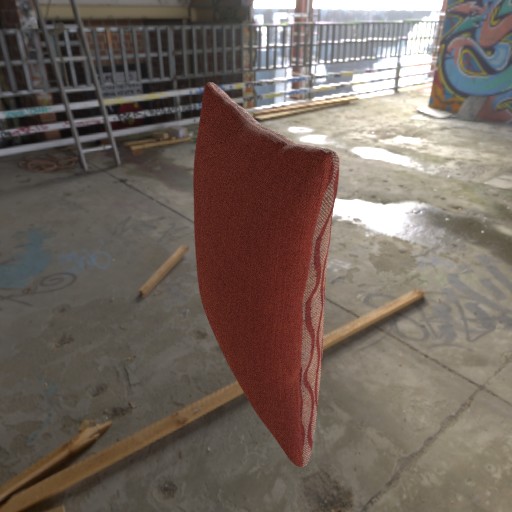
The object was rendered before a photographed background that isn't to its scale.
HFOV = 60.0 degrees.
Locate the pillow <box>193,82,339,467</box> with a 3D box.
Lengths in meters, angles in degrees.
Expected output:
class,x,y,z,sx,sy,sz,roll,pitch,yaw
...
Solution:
class,x,y,z,sx,sy,sz,roll,pitch,yaw
pillow,0.000,0.000,0.658,0.159,0.434,0.429,-10,31,-18
